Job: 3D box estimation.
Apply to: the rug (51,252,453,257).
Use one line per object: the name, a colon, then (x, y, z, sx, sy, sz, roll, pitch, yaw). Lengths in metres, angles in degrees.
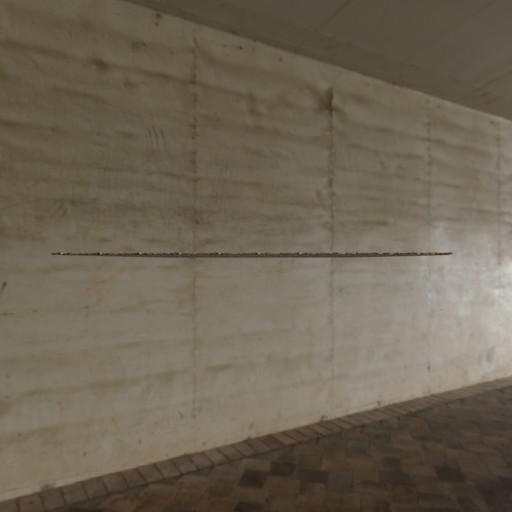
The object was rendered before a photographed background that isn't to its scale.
rug: (0.000, 0.000, 2.244, 1.278, 0.009, 1.726, 0, -1, 1)
